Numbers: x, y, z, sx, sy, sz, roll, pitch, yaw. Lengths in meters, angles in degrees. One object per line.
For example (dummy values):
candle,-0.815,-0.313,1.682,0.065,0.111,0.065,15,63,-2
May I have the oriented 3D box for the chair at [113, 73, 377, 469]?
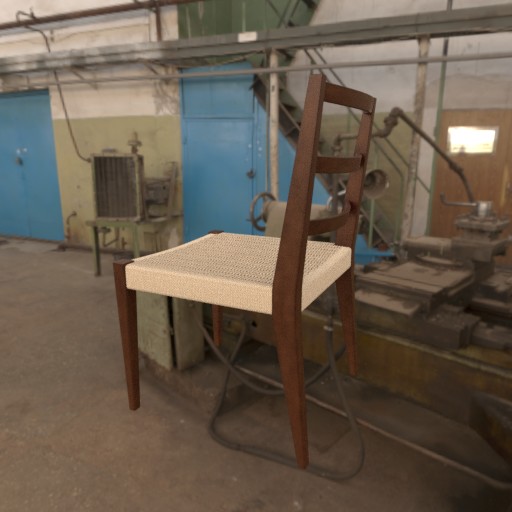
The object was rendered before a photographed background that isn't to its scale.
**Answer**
chair,0.000,0.000,1.177,0.551,0.813,0.480,7,15,25
